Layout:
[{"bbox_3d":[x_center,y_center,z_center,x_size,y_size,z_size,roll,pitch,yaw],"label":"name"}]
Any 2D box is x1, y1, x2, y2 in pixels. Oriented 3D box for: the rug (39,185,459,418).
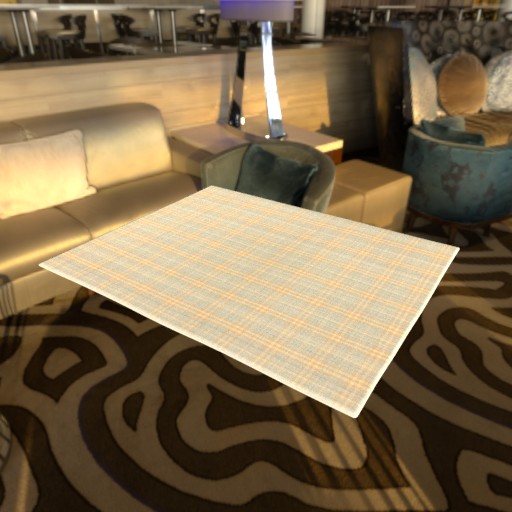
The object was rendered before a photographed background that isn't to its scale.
[{"bbox_3d":[0.000,0.000,4.118,3.066,0.030,2.462,18,34,29],"label":"rug"}]
